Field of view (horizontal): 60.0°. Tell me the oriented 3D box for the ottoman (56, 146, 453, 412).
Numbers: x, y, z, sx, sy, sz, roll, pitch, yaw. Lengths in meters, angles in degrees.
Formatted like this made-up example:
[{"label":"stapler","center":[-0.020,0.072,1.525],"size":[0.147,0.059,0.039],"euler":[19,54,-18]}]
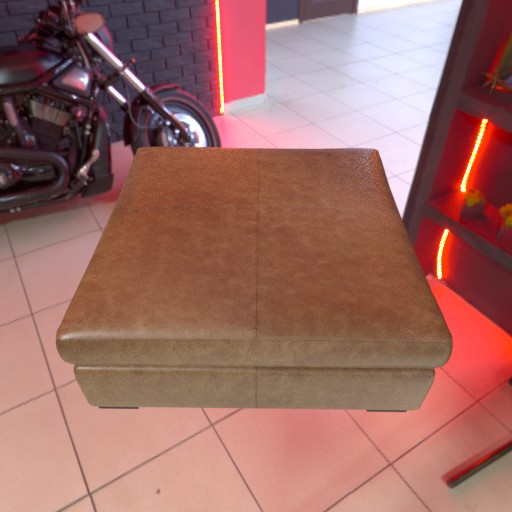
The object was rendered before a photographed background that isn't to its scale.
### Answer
[{"label":"ottoman","center":[0.000,0.000,1.817],"size":[1.168,0.483,1.169],"euler":[0,42,1]}]
